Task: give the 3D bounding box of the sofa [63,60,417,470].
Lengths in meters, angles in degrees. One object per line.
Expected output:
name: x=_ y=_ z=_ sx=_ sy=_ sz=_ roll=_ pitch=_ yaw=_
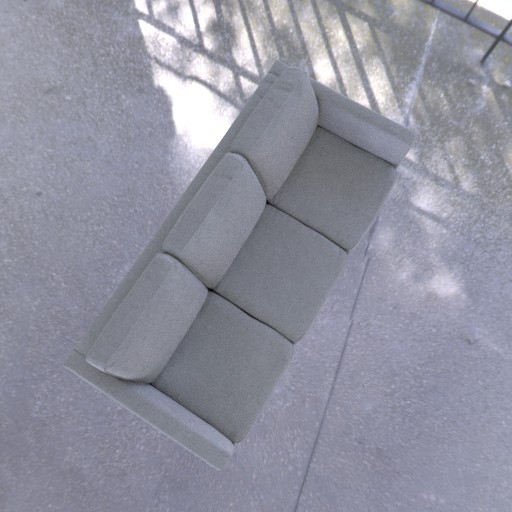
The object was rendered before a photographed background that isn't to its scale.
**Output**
sofa: x=0.000 y=0.000 z=2.486 sx=0.944 sy=0.918 sz=1.983 roll=31 pitch=78 yaw=7
